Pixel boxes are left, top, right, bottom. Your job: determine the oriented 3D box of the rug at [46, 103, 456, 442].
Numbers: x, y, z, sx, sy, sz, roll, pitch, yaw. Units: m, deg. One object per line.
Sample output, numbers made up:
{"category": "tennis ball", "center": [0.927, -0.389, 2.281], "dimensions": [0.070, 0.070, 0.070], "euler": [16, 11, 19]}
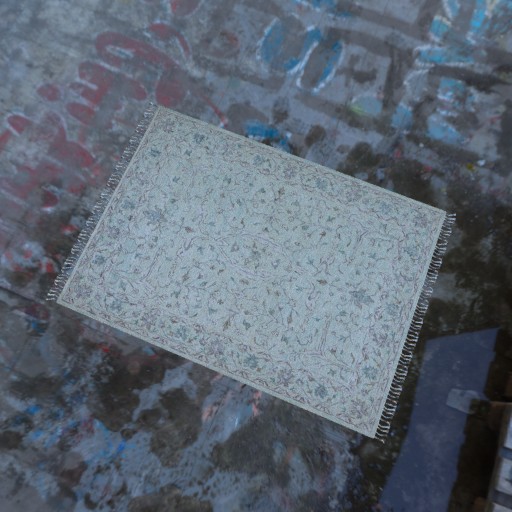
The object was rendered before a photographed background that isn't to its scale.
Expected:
{"category": "rug", "center": [0.000, 0.000, 2.299], "dimensions": [1.802, 0.008, 1.247], "euler": [22, 77, 5]}
